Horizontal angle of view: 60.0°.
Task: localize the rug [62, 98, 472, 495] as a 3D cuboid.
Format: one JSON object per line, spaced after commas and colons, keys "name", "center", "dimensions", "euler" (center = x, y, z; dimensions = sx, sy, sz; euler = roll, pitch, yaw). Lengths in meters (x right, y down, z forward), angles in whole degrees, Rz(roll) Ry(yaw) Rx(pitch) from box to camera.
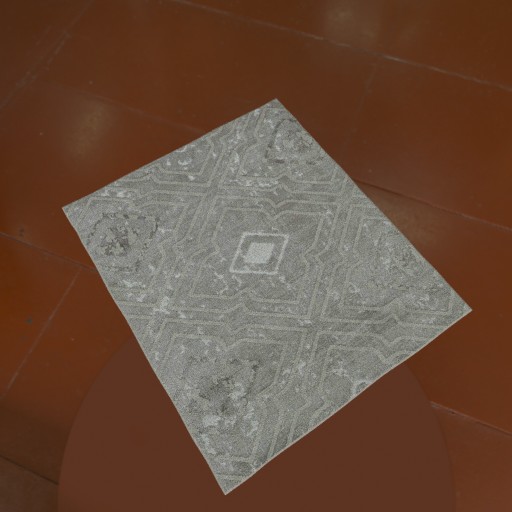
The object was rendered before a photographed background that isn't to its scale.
{"name": "rug", "center": [0.000, 0.000, 0.877], "dimensions": [0.548, 0.006, 0.639], "euler": [-31, 68, -14]}
